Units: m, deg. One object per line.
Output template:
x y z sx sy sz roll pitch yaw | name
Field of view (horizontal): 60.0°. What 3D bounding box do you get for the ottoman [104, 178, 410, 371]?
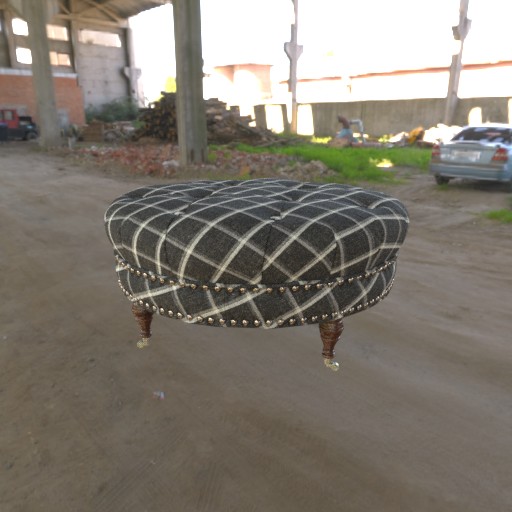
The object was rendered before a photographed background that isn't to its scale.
0.000 0.000 1.411 0.901 0.439 0.901 0 17 0 | ottoman
